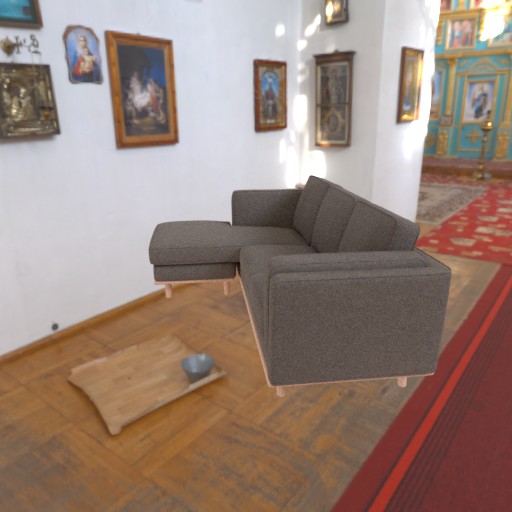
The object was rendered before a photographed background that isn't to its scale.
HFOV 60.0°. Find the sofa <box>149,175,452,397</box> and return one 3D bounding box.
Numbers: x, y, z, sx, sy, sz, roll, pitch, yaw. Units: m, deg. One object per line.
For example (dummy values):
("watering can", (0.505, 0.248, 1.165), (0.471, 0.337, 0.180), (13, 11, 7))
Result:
("sofa", (0.000, 0.000, 3.180), (1.604, 0.929, 2.411), (-2, 18, -7))
